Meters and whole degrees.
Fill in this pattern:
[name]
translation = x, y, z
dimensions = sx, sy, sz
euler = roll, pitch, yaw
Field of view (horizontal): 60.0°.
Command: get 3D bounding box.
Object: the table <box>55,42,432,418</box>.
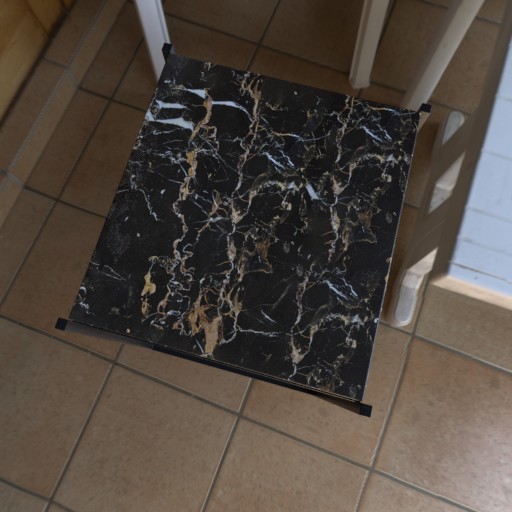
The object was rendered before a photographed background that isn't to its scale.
[table]
translation = 0.000, 0.000, 0.893
dimensions = 0.432, 0.534, 0.469
euler = 15, 76, 4
